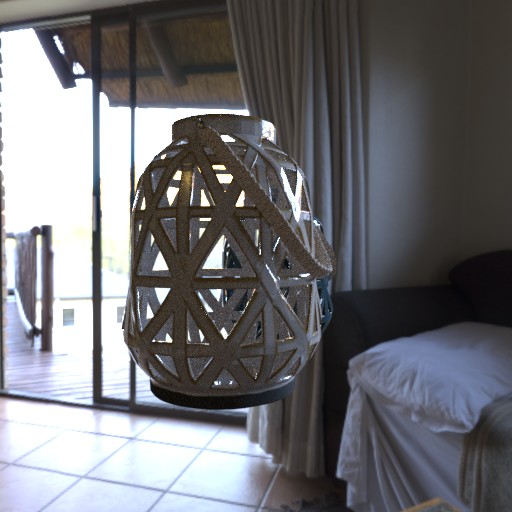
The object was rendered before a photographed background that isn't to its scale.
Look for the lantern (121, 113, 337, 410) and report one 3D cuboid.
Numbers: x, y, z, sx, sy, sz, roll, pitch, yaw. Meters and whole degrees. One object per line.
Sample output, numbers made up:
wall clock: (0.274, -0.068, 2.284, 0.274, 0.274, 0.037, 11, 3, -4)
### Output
lantern: (0.000, 0.000, 0.629, 0.245, 0.307, 0.439, 0, 1, 17)
